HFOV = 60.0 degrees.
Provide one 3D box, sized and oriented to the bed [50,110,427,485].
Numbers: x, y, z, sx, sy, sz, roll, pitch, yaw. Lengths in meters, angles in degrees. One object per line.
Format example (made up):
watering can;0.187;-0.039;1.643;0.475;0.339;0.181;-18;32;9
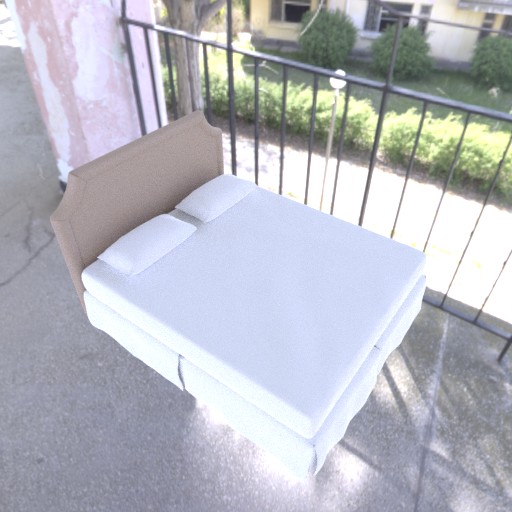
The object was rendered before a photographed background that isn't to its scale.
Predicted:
bed;0.000;0.000;4.127;2.773;1.590;2.350;26;47;27
